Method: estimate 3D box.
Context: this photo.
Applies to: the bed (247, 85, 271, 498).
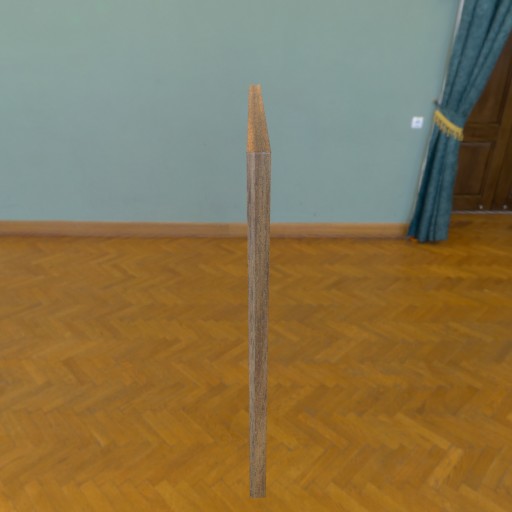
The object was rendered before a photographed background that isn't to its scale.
[{"bbox_3d":[0.000,0.000,1.449,0.043,0.940,1.041,0,27,0],"label":"bed"}]
